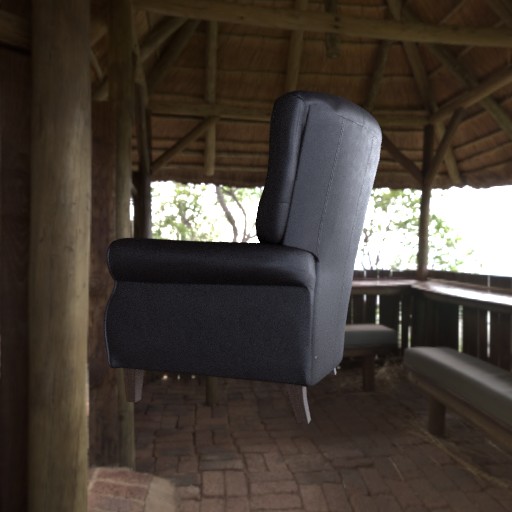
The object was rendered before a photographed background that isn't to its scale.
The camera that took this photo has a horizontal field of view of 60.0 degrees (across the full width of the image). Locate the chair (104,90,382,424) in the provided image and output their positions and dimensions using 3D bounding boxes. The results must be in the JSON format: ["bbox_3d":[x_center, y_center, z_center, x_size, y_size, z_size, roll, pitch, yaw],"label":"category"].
[{"bbox_3d":[0.000,0.000,1.943,1.058,1.158,0.948,0,0,18],"label":"chair"}]
